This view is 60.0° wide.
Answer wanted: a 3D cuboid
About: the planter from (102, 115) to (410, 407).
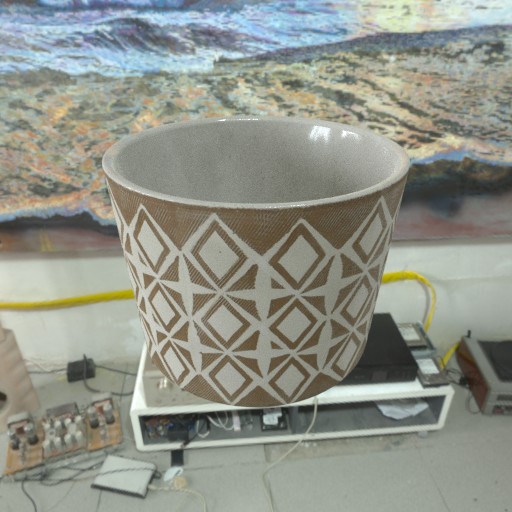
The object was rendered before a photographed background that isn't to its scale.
[{"bbox_3d":[0.000,0.000,0.444,0.260,0.220,0.260,0,30,0],"label":"planter"}]
